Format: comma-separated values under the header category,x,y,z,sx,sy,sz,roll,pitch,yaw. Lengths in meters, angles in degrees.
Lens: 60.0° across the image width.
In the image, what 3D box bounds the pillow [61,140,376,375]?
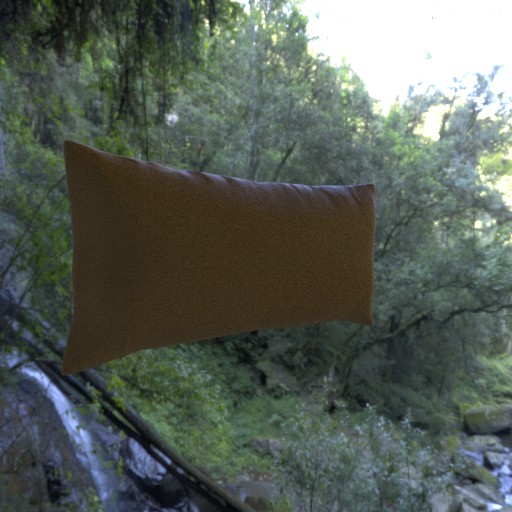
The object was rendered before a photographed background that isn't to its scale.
category,x,y,z,sx,sy,sz,roll,pitch,yaw
pillow,0.000,0.000,0.732,0.608,0.291,0.151,-1,1,-37
